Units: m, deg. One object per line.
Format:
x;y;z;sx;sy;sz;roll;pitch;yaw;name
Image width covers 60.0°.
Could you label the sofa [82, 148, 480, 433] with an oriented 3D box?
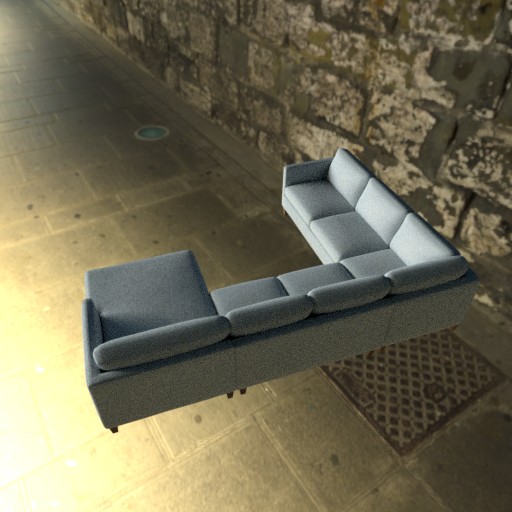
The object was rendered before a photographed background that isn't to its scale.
0.000;0.000;4.567;3.403;0.889;2.551;-13;42;-14;sofa
